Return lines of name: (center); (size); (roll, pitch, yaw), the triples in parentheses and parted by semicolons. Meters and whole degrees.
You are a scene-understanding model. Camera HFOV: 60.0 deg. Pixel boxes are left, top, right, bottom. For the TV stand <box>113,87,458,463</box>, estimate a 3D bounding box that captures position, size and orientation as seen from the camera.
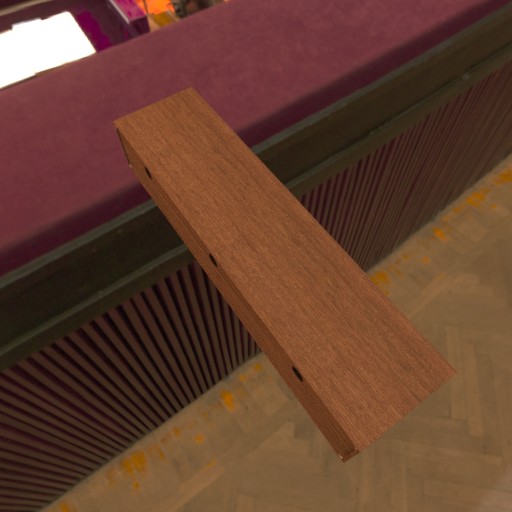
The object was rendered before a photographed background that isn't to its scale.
TV stand: (0.000, 0.000, 1.690); (0.366, 0.409, 1.482); (-31, 64, -17)
